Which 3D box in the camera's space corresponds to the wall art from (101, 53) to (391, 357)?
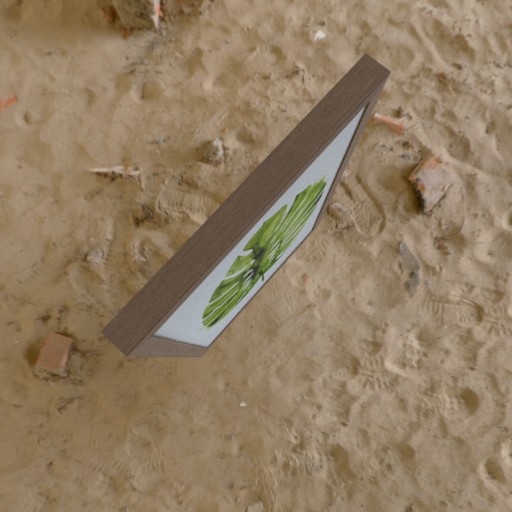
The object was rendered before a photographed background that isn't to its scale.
[{"bbox_3d":[0.000,0.000,0.647,0.032,0.510,0.358,41,80,9],"label":"wall art"}]
